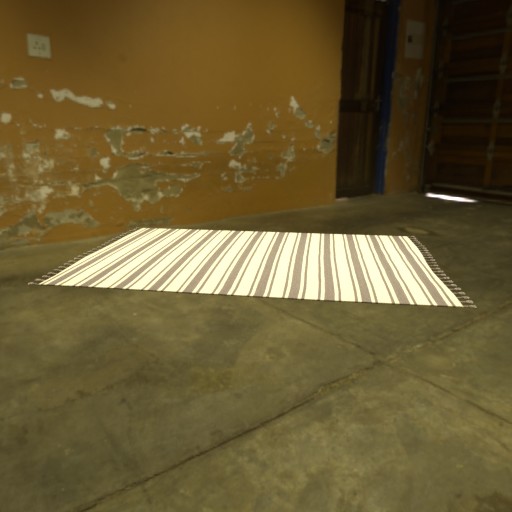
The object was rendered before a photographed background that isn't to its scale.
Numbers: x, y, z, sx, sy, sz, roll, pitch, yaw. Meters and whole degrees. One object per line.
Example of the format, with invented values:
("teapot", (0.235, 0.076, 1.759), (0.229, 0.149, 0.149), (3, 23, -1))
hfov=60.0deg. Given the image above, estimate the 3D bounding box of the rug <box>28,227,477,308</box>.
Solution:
("rug", (0.000, 0.000, 3.071), (2.425, 0.014, 1.563), (2, 16, 8))
